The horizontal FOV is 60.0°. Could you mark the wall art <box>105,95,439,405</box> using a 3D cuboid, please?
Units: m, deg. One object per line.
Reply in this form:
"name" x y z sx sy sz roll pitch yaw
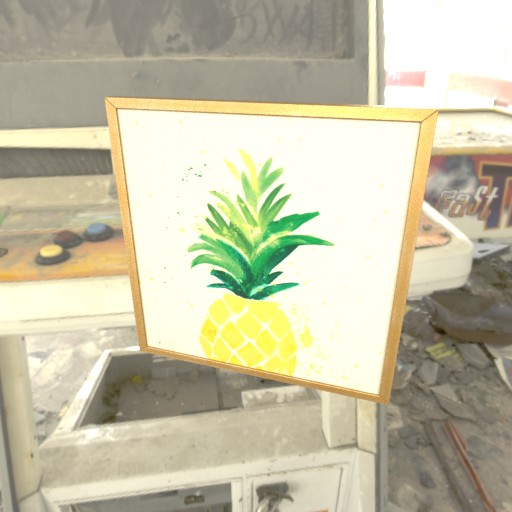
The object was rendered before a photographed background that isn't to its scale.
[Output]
"wall art" 0.000 0.000 1.150 0.762 0.760 0.037 8 26 16
